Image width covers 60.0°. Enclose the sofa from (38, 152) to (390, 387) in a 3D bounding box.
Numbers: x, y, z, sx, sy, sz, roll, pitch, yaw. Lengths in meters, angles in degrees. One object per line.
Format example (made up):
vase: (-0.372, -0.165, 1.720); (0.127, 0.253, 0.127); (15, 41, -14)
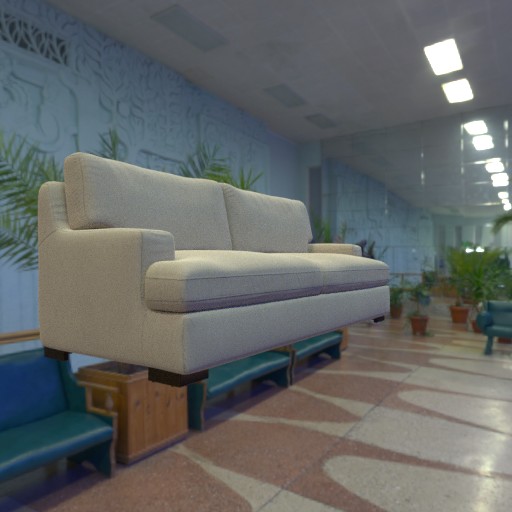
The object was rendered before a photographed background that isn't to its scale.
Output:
sofa: (0.000, 0.000, 2.591); (0.929, 0.925, 2.147); (0, -1, 35)
